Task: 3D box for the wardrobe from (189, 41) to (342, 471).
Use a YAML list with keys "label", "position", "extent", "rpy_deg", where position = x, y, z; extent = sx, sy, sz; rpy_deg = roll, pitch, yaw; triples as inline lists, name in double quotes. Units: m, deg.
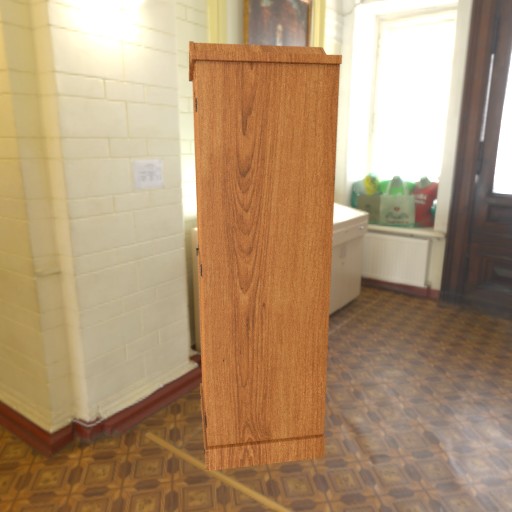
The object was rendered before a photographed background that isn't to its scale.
- label: "wardrobe"
  position: [0.000, 0.000, 2.134]
  extent: [0.570, 1.870, 0.590]
  rpy_deg: [-2, 14, -9]
